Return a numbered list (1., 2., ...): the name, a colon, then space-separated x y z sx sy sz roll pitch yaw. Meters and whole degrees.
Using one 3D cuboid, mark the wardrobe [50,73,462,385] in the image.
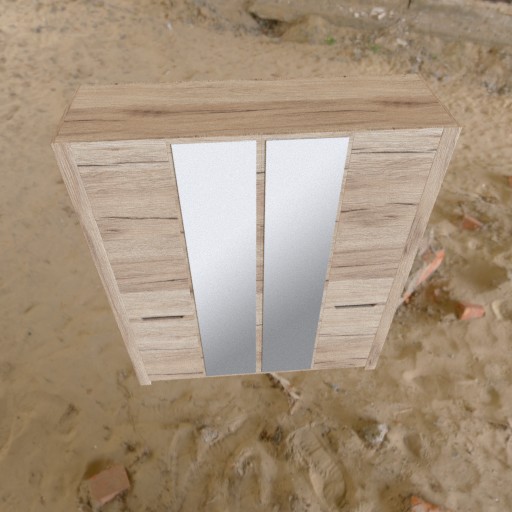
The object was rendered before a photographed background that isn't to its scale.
1. wardrobe: 0.000 0.000 2.868 1.810 2.070 0.580 -3 45 -3
